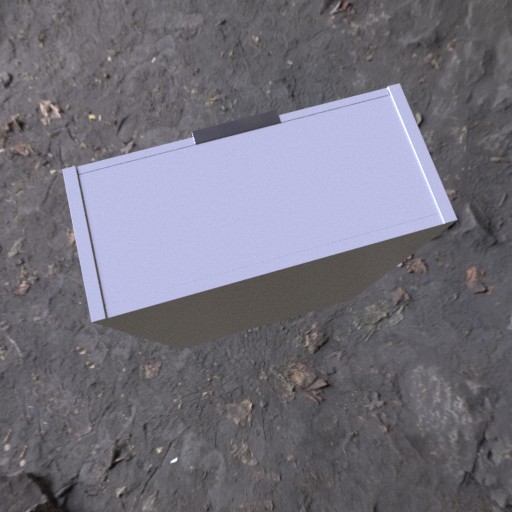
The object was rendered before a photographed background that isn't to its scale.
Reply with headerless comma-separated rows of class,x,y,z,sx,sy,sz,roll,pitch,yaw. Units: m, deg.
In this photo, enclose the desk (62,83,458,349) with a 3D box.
desk,0.000,0.000,1.610,0.850,1.190,0.390,-15,76,-4
